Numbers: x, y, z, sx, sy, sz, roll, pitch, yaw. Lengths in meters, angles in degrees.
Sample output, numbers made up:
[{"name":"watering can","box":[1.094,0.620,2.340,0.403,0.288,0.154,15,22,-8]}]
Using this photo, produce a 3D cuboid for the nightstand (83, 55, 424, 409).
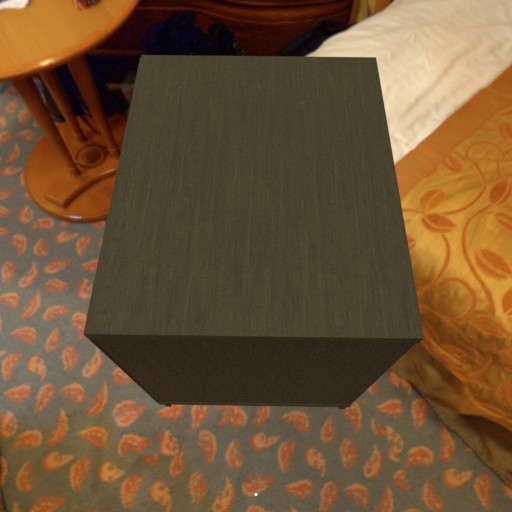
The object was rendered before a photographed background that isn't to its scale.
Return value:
[{"name":"nightstand","box":[0.000,0.000,0.747,0.347,0.448,0.427,1,62,0]}]
